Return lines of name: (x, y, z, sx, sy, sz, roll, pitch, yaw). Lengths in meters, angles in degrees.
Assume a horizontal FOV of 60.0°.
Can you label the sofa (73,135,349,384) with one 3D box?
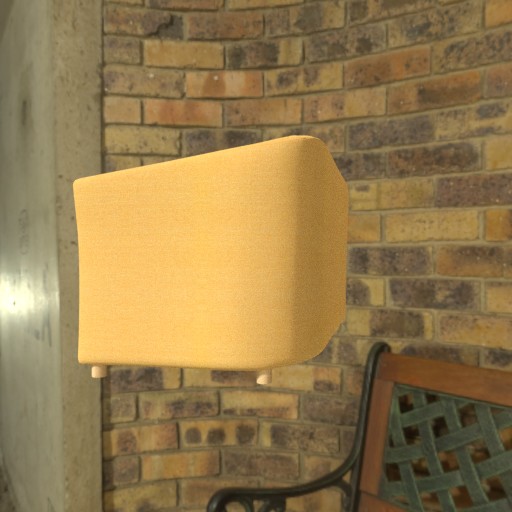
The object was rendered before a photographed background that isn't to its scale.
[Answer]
sofa: (0.000, 0.000, 1.881, 0.705, 0.721, 1.452, 0, 0, 16)
